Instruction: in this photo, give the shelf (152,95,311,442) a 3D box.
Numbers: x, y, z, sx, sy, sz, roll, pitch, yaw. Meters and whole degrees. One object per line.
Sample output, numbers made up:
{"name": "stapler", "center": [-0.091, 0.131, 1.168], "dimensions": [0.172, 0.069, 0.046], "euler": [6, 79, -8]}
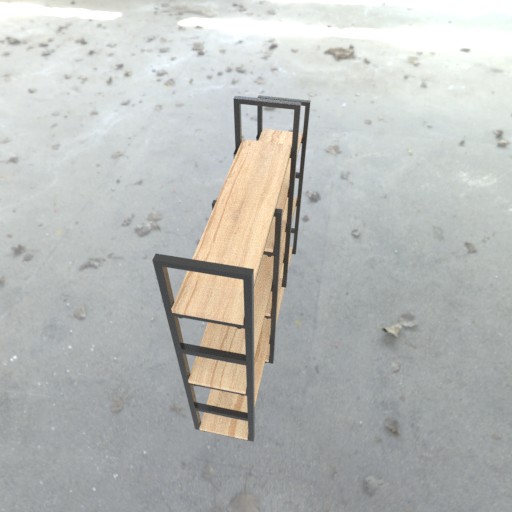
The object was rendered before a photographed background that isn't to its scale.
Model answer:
{"name": "shelf", "center": [0.000, 0.000, 1.431], "dimensions": [0.183, 0.921, 0.946], "euler": [9, 48, 8]}
